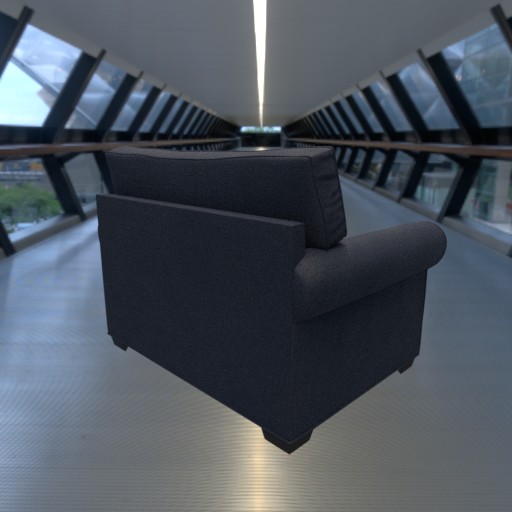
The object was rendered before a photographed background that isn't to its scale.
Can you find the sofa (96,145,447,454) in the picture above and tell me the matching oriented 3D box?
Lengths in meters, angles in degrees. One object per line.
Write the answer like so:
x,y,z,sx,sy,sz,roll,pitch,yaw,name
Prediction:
0.000,0.000,2.071,0.938,1.004,1.405,-13,19,-43,sofa
